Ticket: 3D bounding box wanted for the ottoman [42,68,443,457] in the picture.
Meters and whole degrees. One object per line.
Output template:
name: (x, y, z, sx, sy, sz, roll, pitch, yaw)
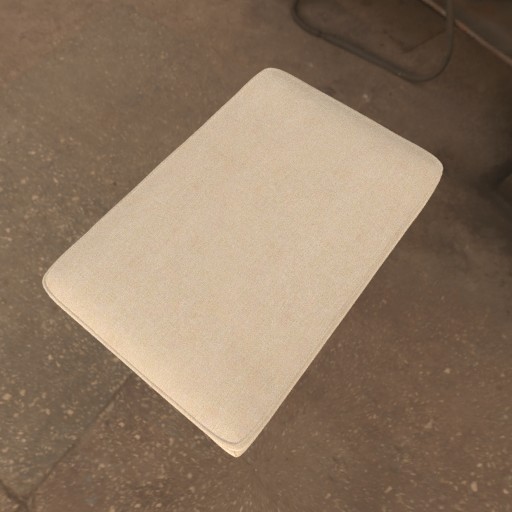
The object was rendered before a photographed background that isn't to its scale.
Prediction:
ottoman: (0.000, 0.000, 1.221, 0.583, 0.484, 0.862, 35, 69, 16)
